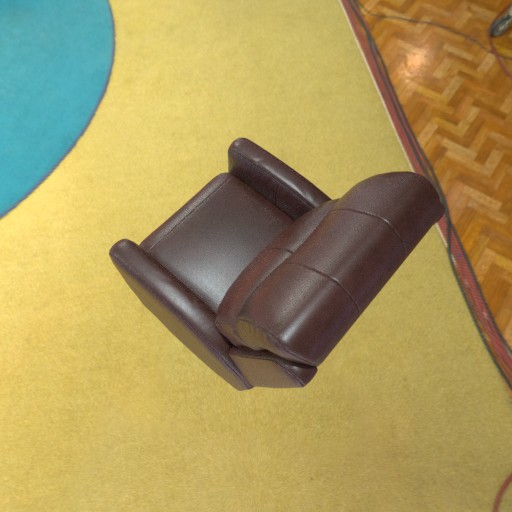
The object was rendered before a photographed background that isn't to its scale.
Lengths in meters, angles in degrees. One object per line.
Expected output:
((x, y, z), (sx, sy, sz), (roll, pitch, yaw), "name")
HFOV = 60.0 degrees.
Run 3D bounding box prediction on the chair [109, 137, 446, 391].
((0.000, 0.000, 1.725), (0.939, 1.016, 0.787), (38, 69, 17), "chair")
